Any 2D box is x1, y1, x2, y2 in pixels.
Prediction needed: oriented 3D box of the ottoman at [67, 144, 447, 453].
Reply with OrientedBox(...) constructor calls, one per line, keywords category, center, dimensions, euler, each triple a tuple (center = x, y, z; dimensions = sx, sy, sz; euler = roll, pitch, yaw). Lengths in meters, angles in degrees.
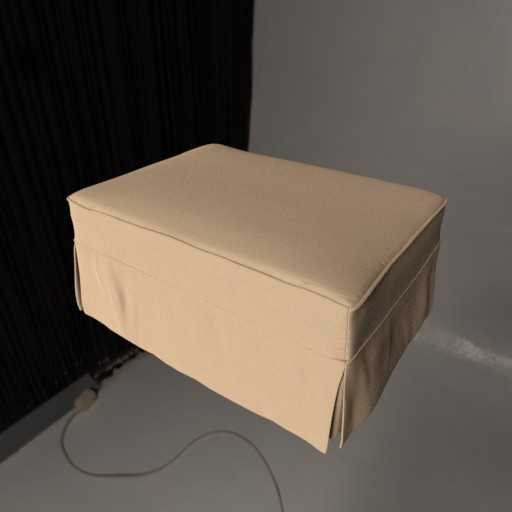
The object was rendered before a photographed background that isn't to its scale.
OrientedBox(category="ottoman", center=(0.000, 0.000, 1.353), dimensions=(0.959, 0.482, 0.721), euler=(20, 36, 30))
